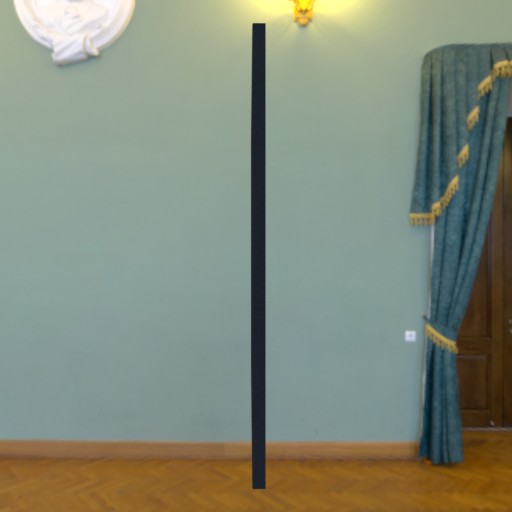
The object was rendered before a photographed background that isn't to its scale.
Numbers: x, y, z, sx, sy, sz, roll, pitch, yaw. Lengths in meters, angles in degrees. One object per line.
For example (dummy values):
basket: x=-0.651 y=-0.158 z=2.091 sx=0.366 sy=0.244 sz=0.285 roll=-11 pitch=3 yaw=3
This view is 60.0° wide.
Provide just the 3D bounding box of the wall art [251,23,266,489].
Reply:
wall art: x=0.000 y=0.000 z=0.499 sx=0.010 sy=0.361 sz=0.311 roll=0 pitch=0 yaw=-1
